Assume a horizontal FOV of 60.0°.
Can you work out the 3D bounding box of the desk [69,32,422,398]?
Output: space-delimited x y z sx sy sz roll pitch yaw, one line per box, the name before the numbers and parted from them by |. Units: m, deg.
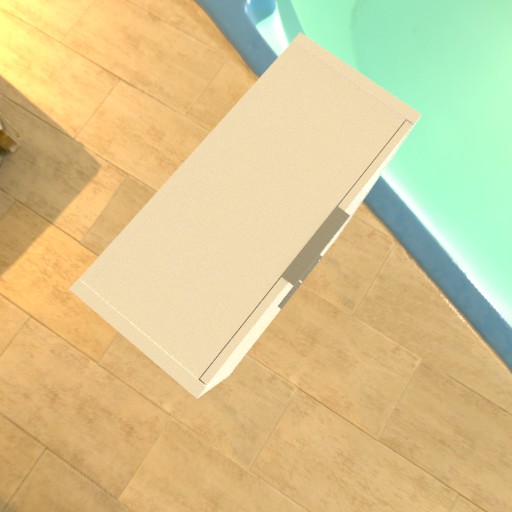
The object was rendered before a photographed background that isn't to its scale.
desk | 0.000 0.000 1.616 0.390 1.190 0.850 38 80 8
